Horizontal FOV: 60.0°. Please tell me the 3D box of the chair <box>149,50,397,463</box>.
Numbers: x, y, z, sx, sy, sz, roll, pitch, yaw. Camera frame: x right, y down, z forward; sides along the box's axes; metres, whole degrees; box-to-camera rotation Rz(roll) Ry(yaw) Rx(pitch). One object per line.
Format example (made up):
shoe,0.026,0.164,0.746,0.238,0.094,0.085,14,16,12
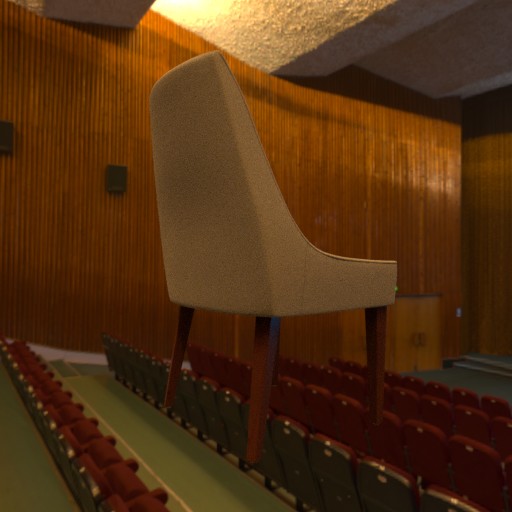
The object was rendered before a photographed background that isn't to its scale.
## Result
chair,0.000,0.000,1.187,0.544,0.861,0.529,1,-1,-35
